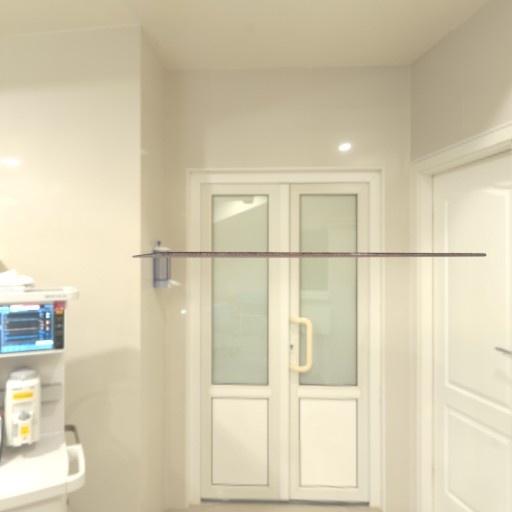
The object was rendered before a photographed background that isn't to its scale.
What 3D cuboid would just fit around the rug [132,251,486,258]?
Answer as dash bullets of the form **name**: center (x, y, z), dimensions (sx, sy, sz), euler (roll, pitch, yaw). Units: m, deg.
- **rug**: center (0.000, 0.000, 3.057), dimensions (1.539, 0.018, 2.449), euler (0, 0, -18)
